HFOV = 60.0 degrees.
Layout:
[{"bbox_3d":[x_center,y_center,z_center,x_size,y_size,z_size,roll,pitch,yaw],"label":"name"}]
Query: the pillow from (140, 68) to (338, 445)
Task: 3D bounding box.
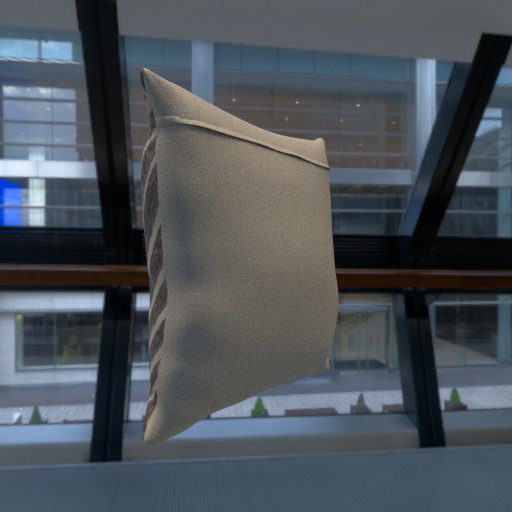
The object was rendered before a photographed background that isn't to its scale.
[{"bbox_3d":[0.000,0.000,0.675,0.182,0.441,0.440,0,1,37],"label":"pillow"}]
